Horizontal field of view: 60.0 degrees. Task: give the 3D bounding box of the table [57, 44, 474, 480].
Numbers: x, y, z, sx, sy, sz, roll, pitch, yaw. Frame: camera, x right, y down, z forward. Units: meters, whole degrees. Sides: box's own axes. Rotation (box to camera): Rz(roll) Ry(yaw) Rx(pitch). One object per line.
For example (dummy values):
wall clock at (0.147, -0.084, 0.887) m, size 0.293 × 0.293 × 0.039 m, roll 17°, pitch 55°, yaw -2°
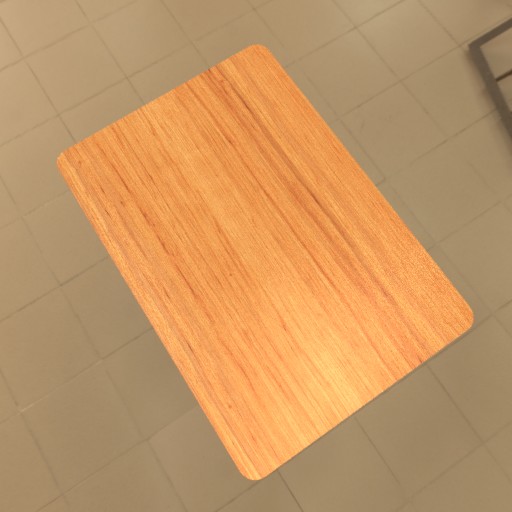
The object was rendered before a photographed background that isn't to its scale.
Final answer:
table at (0.000, 0.000, 1.384) m, size 0.696 × 0.445 × 0.997 m, roll -33°, pitch 78°, yaw -8°
